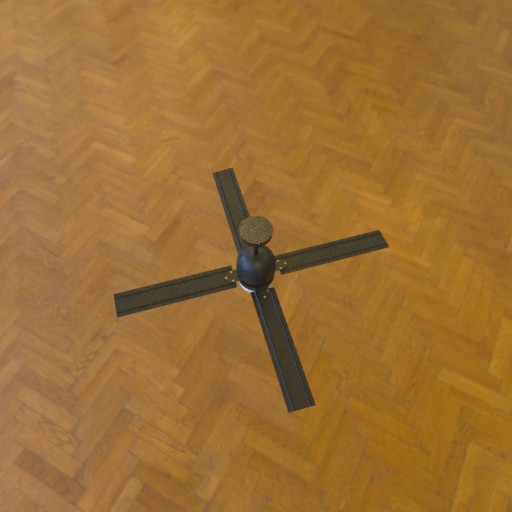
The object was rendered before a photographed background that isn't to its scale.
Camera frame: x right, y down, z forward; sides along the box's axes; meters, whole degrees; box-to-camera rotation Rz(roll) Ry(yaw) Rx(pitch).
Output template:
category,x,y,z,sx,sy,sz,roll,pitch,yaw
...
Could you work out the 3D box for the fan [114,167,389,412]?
category,x,y,z,sx,sy,sz,roll,pitch,yaw
fan,0.000,0.000,1.979,1.319,0.410,1.319,-15,59,-9
